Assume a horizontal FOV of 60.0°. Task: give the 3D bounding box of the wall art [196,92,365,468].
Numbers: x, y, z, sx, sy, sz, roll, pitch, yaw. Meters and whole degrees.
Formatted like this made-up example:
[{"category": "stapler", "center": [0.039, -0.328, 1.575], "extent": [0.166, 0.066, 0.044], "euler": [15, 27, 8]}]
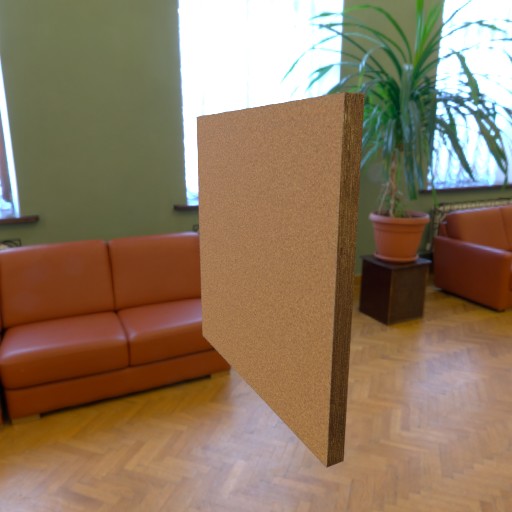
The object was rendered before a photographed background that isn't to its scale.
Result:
[{"category": "wall art", "center": [0.000, 0.000, 0.951], "extent": [0.042, 0.608, 0.611], "euler": [-7, 16, -26]}]
